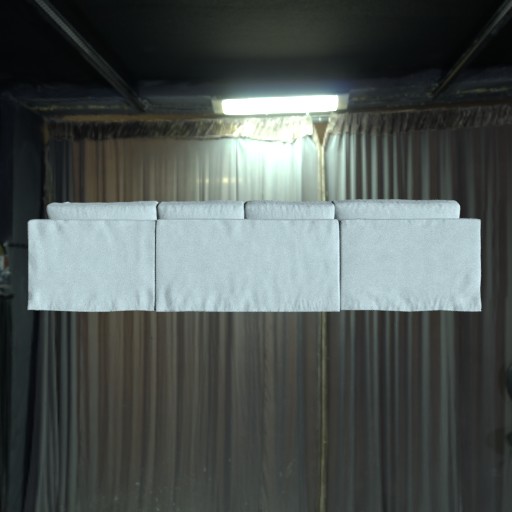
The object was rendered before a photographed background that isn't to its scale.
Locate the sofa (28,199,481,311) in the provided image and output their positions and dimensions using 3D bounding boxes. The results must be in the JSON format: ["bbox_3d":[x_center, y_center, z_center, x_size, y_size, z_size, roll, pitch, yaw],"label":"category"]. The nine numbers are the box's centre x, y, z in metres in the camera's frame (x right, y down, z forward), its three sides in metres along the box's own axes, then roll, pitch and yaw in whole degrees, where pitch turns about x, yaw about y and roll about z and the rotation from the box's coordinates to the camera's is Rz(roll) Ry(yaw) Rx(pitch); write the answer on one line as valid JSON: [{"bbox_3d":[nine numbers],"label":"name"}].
[{"bbox_3d":[0.000,0.000,4.521,3.434,0.869,2.440,0,-1,0],"label":"sofa"}]
